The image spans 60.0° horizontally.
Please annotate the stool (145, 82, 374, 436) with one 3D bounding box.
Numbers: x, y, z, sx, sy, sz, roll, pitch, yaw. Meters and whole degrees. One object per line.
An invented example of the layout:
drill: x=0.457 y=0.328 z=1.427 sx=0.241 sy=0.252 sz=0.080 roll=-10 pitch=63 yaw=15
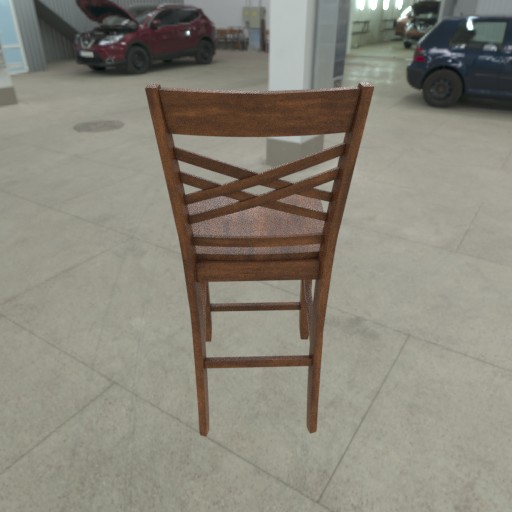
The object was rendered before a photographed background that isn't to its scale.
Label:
stool: x=0.000 y=0.000 z=1.376 sx=0.462 sy=1.079 sz=0.539 roll=-1 pitch=30 yaw=-2
